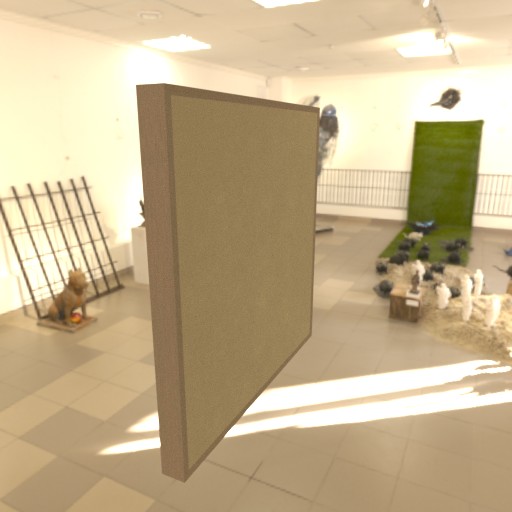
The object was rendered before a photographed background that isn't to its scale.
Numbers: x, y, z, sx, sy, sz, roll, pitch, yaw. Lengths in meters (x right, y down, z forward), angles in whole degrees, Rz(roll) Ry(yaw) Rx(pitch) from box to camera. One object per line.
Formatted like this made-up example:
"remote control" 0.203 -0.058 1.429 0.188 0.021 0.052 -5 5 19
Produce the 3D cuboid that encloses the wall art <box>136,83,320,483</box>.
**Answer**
"wall art" 0.000 0.000 0.759 0.038 0.506 0.508 8 17 25
